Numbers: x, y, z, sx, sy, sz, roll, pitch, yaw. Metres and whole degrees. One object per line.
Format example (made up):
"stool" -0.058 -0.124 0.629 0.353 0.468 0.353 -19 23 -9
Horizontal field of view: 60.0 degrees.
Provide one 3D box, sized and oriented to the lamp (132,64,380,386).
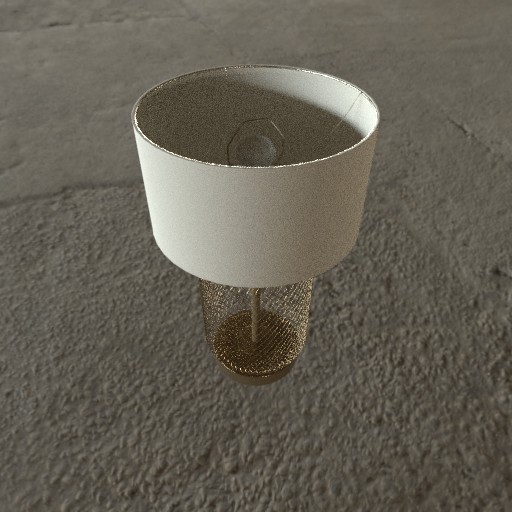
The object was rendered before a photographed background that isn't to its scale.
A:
"lamp" 0.000 0.000 0.831 0.353 0.578 0.353 0 42 0
